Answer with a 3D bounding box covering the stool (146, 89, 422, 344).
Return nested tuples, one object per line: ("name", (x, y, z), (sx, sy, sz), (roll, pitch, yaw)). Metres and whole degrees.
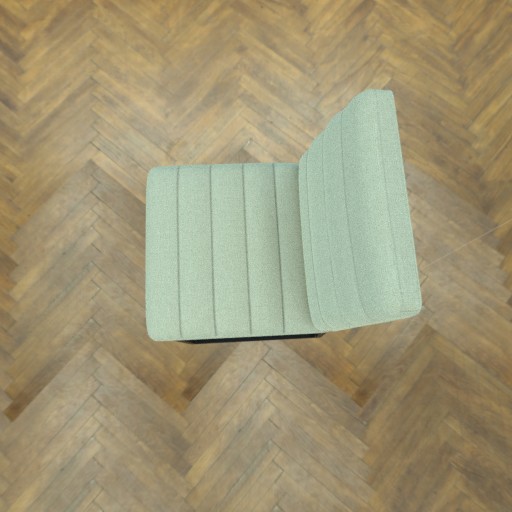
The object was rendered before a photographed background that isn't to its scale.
("stool", (0.000, 0.000, 1.260), (0.560, 0.940, 0.460), (-3, 77, -1))
